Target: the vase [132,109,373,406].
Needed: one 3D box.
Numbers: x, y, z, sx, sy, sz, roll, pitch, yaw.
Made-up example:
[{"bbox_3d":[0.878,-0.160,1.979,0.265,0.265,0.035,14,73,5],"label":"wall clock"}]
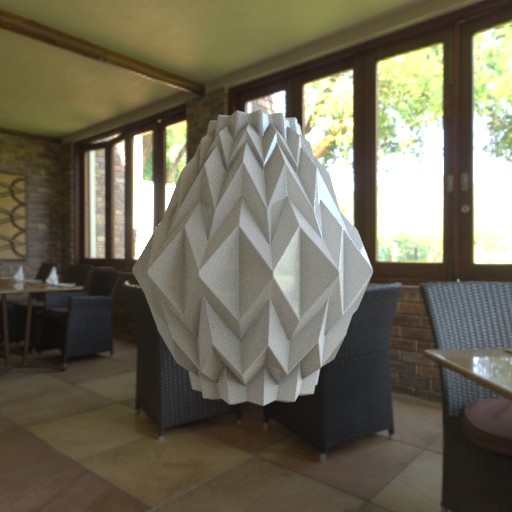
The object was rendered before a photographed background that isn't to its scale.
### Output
[{"bbox_3d":[0.000,0.000,0.311,0.164,0.185,0.164,0,0,0],"label":"vase"}]
